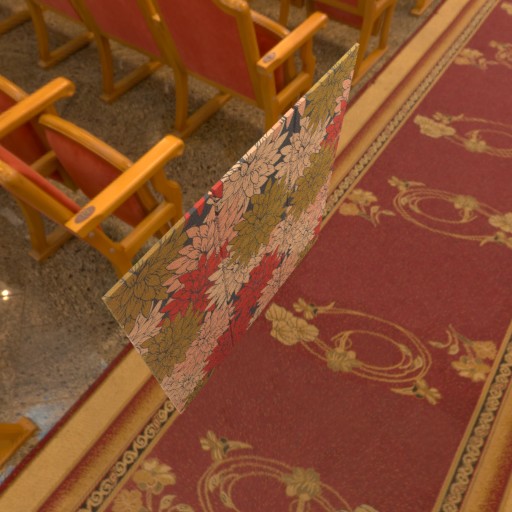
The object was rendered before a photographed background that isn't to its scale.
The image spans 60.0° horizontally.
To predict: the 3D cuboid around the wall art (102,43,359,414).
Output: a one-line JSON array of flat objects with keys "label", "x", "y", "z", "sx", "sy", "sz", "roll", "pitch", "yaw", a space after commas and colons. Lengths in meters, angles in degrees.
[{"label": "wall art", "x": 0.000, "y": 0.000, "z": 1.797, "sx": 0.013, "sy": 1.218, "sz": 1.206, "roll": 32, "pitch": 64, "yaw": 18}]
